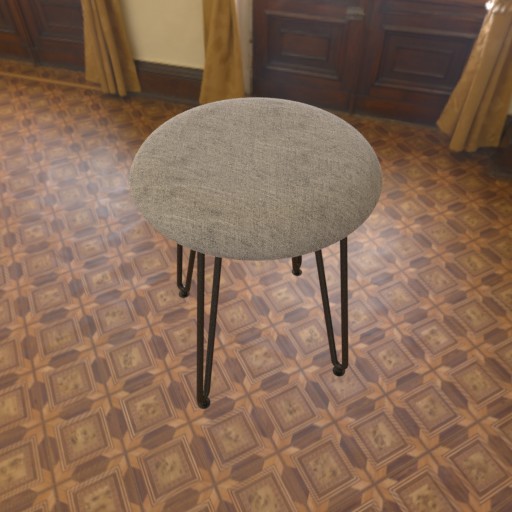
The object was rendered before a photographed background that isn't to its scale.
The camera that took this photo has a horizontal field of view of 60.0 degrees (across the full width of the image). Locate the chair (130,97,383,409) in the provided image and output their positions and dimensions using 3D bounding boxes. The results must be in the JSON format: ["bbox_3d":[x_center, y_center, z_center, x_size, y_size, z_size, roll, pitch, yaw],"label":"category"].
[{"bbox_3d":[0.000,0.000,0.666,0.350,0.386,0.350,23,50,21],"label":"chair"}]
